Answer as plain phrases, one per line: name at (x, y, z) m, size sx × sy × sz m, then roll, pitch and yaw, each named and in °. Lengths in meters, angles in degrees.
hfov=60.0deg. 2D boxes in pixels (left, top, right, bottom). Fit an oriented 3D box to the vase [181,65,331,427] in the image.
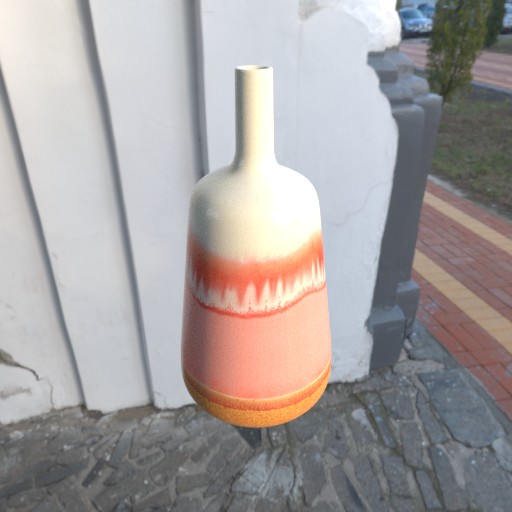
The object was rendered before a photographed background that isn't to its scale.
vase at (0.000, 0.000, 0.376) m, size 0.144 × 0.296 × 0.144 m, roll 0°, pitch 29°, yaw 0°
